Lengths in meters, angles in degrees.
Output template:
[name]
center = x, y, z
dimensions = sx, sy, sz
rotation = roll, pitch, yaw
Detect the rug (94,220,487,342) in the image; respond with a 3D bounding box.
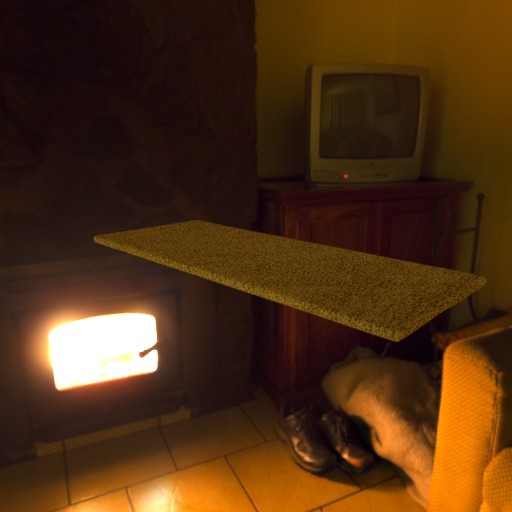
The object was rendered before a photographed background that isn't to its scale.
[rug]
center = 0.000, 0.000, 1.751
dimensions = 1.524, 0.030, 0.609
rotation = 14, 20, 43
